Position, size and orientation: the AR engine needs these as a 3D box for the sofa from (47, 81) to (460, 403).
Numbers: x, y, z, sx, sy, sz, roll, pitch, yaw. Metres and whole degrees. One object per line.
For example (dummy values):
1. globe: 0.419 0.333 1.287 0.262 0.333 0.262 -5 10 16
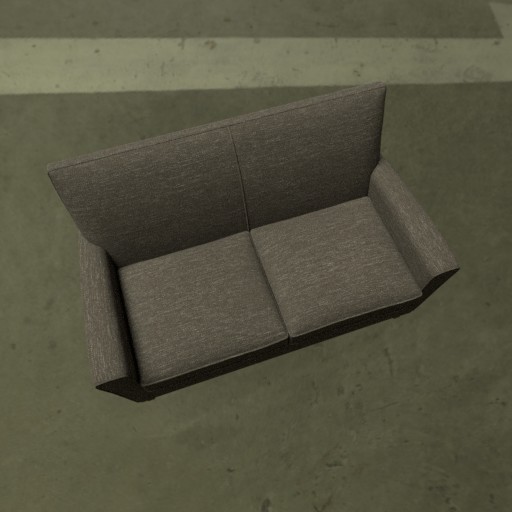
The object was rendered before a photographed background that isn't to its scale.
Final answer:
1. sofa: 0.000 0.000 2.029 1.509 0.905 0.867 -17 65 -8
